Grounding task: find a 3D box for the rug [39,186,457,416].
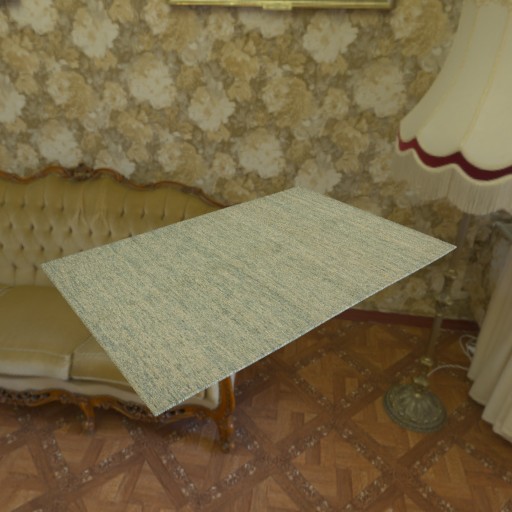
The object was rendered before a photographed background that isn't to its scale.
[{"bbox_3d":[0.000,0.000,2.911,2.283,0.013,1.547,-22,36,-33],"label":"rug"}]
